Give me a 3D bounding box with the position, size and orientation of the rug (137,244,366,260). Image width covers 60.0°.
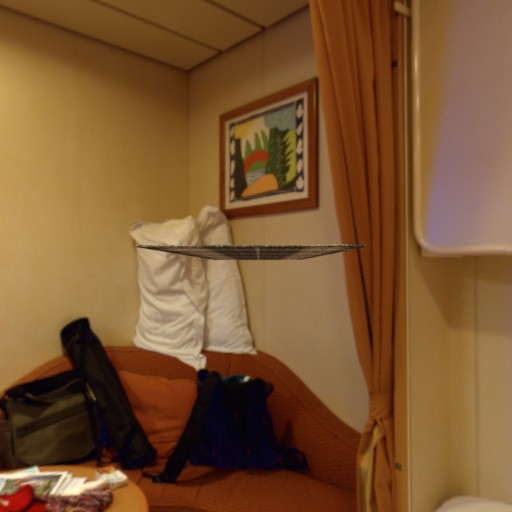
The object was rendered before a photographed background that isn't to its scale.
[{"bbox_3d":[0.000,0.000,2.668,0.760,0.012,2.434,0,-2,1],"label":"rug"}]
